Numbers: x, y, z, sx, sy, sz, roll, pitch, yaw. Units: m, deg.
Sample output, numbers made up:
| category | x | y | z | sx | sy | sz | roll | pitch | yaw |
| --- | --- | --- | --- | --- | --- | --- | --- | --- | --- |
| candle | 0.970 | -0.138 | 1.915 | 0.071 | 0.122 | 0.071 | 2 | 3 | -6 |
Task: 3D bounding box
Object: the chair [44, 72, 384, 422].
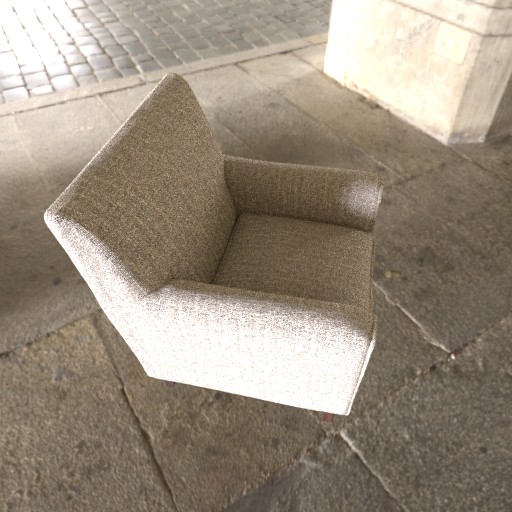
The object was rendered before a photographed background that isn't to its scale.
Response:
| category | x | y | z | sx | sy | sz | roll | pitch | yaw |
| --- | --- | --- | --- | --- | --- | --- | --- | --- | --- |
| chair | 0.000 | 0.000 | 1.617 | 0.873 | 0.928 | 0.864 | 9 | 46 | 9 |
